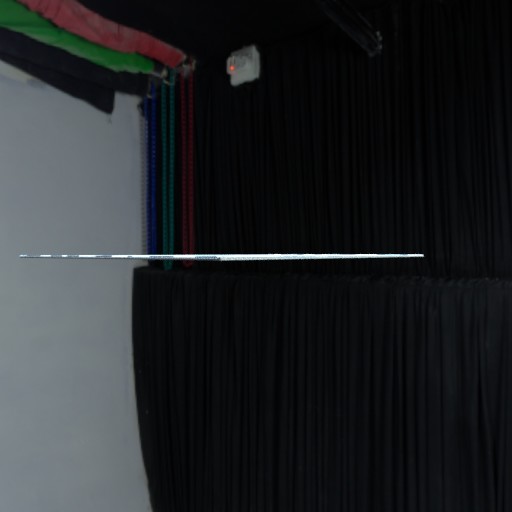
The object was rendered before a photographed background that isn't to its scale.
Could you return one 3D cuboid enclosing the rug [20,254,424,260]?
[{"bbox_3d":[0.000,0.000,3.024,1.518,0.015,2.438,0,0,37],"label":"rug"}]
